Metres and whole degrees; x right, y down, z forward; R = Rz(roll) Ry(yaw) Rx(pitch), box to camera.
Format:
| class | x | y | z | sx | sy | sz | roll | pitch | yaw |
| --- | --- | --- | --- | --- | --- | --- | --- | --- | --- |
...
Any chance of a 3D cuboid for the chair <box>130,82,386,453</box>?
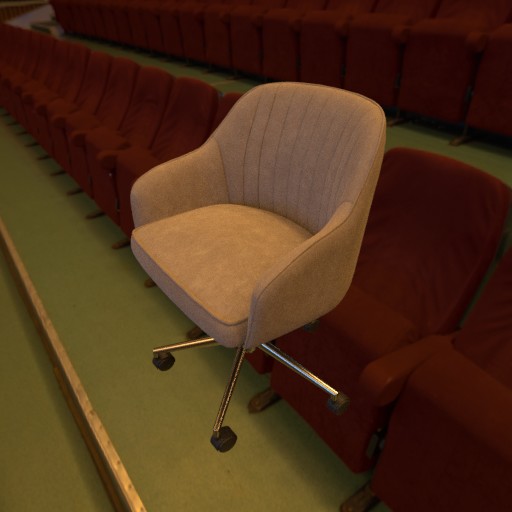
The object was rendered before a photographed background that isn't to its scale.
| class | x | y | z | sx | sy | sz | roll | pitch | yaw |
| --- | --- | --- | --- | --- | --- | --- | --- | --- | --- |
| chair | 0.000 | 0.000 | 1.245 | 0.573 | 0.831 | 0.635 | -21 | 38 | -30 |
